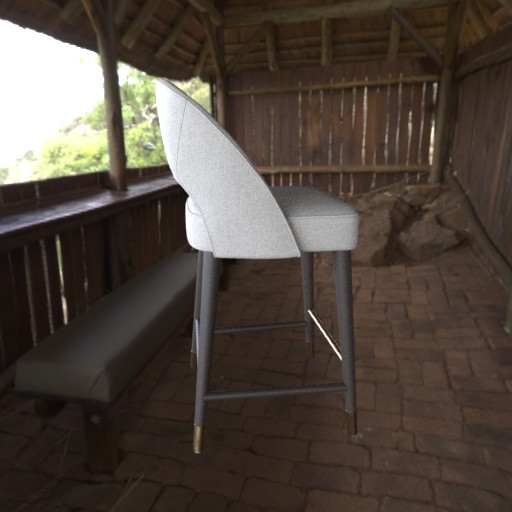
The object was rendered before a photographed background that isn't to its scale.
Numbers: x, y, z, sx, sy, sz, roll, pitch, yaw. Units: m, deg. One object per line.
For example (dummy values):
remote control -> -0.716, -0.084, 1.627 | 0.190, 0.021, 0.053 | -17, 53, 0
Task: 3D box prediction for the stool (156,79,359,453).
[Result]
stool -> 0.000, 0.000, 1.279 | 0.509, 0.940, 0.494 | -3, 17, -9
